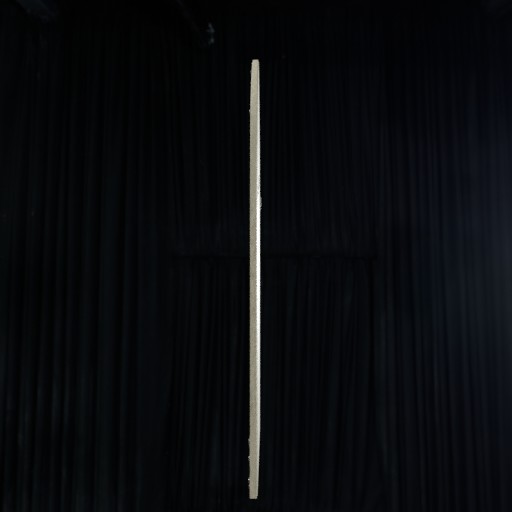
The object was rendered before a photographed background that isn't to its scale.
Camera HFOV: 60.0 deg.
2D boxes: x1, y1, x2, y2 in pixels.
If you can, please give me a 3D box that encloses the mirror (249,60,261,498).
[{"bbox_3d":[0.000,0.000,1.310,0.025,1.175,0.464,0,-2,1],"label":"mirror"}]
